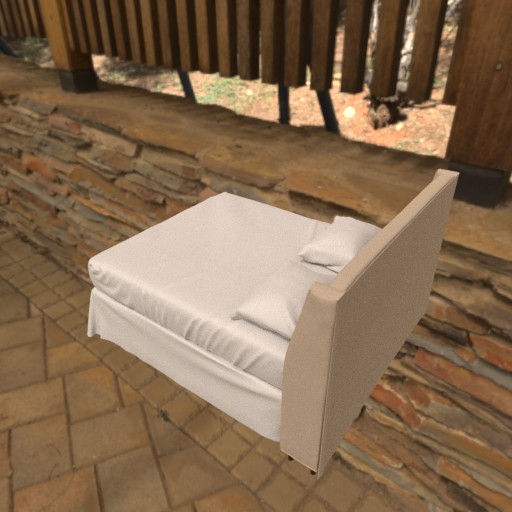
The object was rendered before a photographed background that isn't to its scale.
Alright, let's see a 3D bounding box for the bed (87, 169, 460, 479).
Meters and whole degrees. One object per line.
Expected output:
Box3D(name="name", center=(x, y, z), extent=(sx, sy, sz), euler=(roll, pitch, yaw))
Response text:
Box3D(name="bed", center=(0.000, 0.000, 3.429), extent=(2.276, 1.332, 1.925), euler=(21, 37, 30))
